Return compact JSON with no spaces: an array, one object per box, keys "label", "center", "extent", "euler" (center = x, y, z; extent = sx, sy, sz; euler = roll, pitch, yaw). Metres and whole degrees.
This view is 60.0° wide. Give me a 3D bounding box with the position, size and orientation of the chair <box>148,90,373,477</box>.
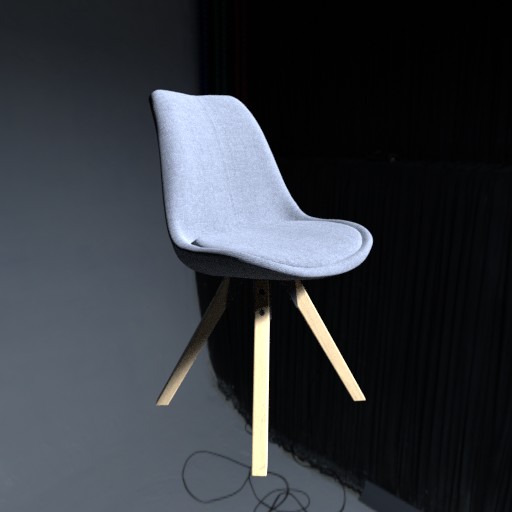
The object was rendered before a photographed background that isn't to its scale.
[{"label":"chair","center":[0.000,0.000,1.179],"extent":[0.550,0.850,0.485],"euler":[14,20,43]}]
